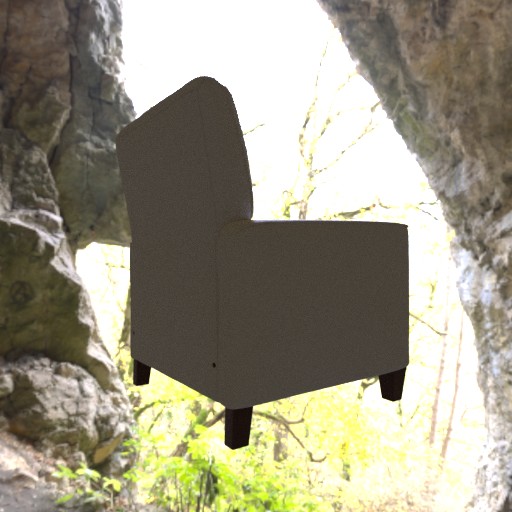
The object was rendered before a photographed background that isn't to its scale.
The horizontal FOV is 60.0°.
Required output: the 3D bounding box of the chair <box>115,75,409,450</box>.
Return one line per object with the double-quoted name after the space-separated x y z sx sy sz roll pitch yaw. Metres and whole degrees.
0.000 0.000 1.669 0.858 1.028 0.841 0 0 -36 "chair"
